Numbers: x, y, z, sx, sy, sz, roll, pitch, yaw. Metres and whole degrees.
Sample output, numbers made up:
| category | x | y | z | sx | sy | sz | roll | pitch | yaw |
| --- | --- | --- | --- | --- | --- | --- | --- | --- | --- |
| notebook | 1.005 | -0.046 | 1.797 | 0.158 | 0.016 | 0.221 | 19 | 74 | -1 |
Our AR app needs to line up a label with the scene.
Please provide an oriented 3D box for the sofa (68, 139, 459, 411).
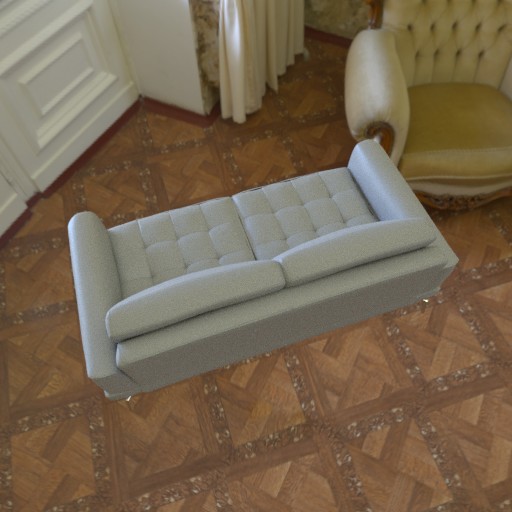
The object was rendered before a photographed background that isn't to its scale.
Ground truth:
| category | x | y | z | sx | sy | sz | roll | pitch | yaw |
| --- | --- | --- | --- | --- | --- | --- | --- | --- | --- |
| sofa | 0.000 | 0.000 | 2.767 | 2.177 | 0.930 | 1.121 | -16 | 60 | -10 |
